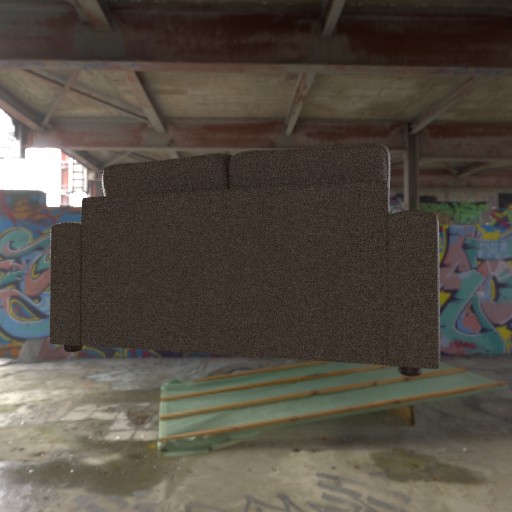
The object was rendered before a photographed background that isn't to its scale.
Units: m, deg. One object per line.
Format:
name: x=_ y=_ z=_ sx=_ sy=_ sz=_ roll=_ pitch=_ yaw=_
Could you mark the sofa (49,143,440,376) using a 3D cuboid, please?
sofa: x=0.000 y=0.000 z=2.210 sx=1.616 sy=0.873 sz=1.016 roll=0 pitch=-1 yaw=18
